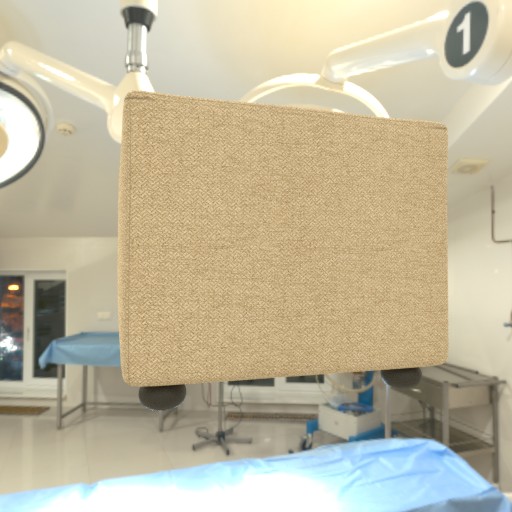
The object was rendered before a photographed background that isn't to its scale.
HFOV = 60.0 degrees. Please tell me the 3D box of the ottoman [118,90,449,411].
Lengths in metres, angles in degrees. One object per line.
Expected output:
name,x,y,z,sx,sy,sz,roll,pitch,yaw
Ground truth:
ottoman,0.000,0.000,0.857,0.508,0.432,0.508,0,-2,-16
